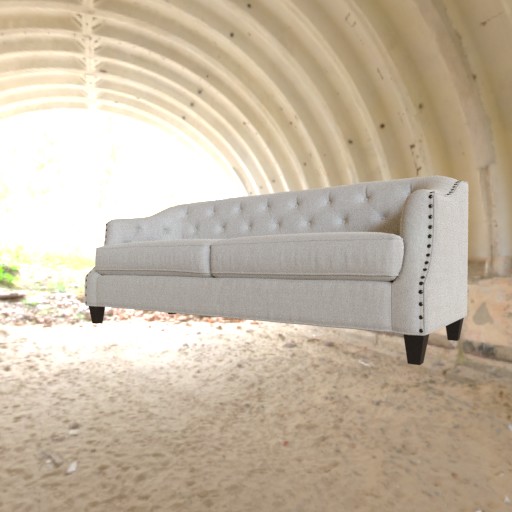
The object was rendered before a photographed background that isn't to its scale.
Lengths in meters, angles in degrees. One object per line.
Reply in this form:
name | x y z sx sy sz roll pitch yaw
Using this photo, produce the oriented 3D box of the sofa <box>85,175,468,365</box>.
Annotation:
sofa | 0.000 0.000 2.709 2.235 0.901 0.914 -1 -1 36
